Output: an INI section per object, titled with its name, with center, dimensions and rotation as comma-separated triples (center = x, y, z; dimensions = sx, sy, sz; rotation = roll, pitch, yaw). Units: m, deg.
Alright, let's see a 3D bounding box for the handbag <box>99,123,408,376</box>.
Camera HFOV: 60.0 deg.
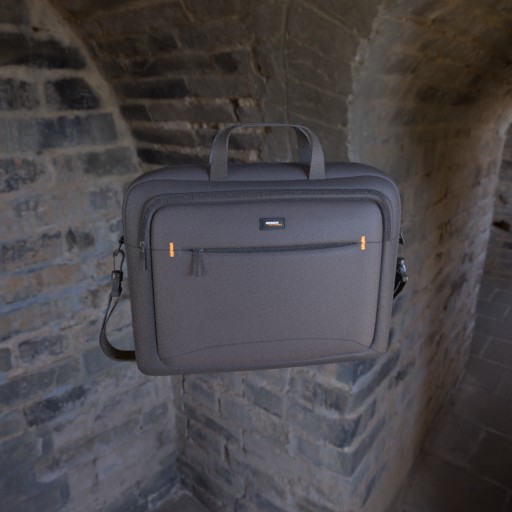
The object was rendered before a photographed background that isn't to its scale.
[handbag]
center = 0.000, 0.000, 0.578
dimensions = 0.429, 0.330, 0.126
rotation = -2, 18, -8
